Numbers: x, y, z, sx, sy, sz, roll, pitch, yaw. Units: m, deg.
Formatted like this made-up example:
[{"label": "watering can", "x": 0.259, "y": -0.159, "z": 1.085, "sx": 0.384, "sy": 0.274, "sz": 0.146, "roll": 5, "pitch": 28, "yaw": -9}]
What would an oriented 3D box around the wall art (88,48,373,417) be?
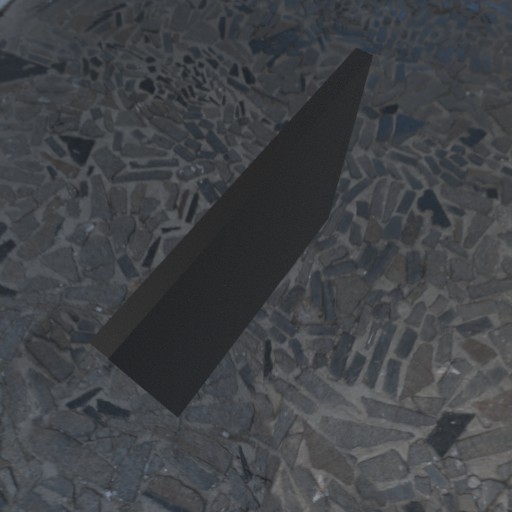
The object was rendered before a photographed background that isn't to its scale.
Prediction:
[{"label": "wall art", "x": 0.000, "y": 0.000, "z": 0.762, "sx": 0.029, "sy": 0.457, "sz": 0.558, "roll": 33, "pitch": 67, "yaw": 15}]
